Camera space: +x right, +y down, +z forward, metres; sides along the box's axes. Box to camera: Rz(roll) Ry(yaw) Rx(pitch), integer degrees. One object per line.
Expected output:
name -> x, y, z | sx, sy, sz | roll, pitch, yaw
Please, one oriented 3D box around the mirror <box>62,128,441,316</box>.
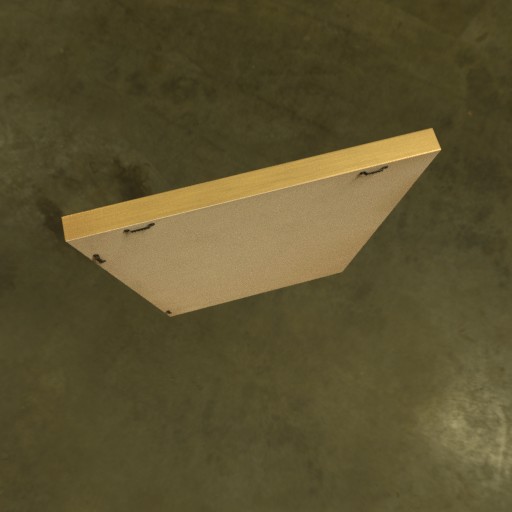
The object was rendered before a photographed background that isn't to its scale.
mirror -> 0.000, 0.000, 0.924 | 0.507, 0.710, 0.039 | -14, 75, -4
